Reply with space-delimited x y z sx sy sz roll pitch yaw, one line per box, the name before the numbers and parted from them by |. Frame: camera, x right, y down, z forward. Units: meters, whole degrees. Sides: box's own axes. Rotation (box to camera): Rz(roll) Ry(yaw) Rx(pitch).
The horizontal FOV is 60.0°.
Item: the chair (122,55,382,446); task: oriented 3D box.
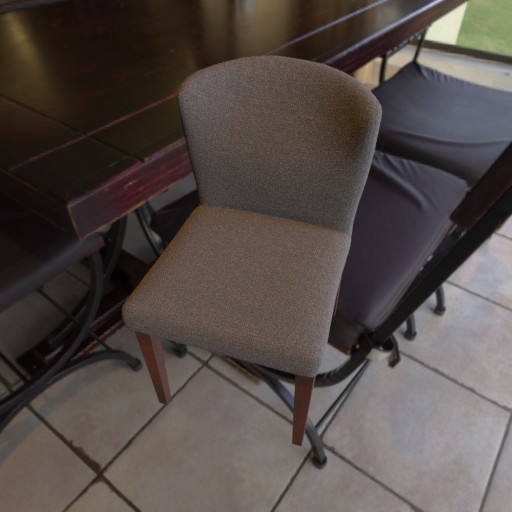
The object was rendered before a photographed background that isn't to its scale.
chair | 0.000 0.000 1.175 0.491 0.839 0.589 12 44 13
